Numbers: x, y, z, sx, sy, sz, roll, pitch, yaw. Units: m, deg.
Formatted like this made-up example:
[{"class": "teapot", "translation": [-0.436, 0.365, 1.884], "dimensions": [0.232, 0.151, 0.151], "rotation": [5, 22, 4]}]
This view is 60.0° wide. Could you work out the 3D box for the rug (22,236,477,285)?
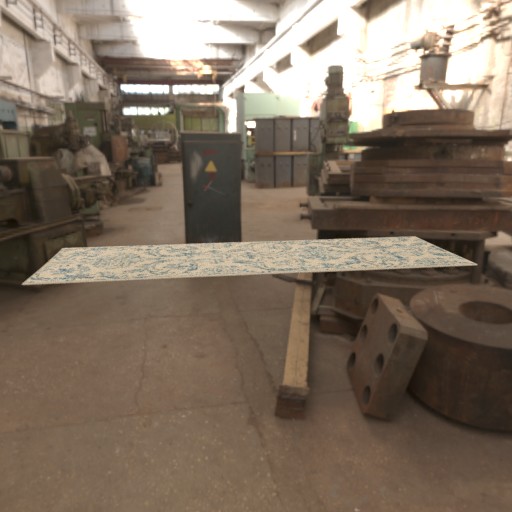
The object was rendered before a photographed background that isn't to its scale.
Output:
[{"class": "rug", "translation": [0.000, 0.000, 2.431], "dimensions": [2.196, 0.011, 0.662], "rotation": [-2, 15, -8]}]
